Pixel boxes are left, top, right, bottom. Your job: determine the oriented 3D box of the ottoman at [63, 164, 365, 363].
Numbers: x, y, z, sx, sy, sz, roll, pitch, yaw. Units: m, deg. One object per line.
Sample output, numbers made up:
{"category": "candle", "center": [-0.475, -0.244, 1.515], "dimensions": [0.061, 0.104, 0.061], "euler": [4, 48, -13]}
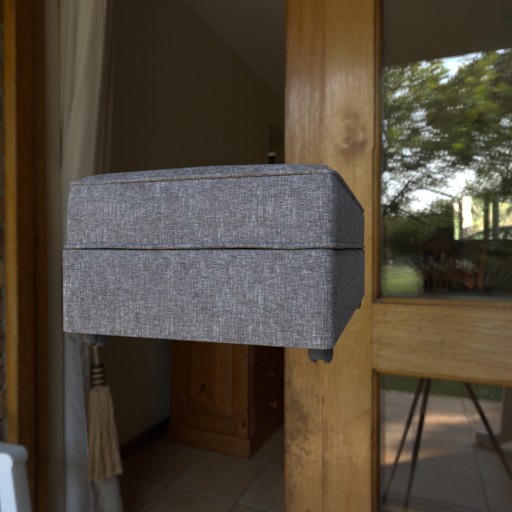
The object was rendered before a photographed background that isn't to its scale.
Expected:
{"category": "ottoman", "center": [0.000, 0.000, 1.589], "dimensions": [0.717, 0.487, 1.184], "euler": [0, 1, 17]}
